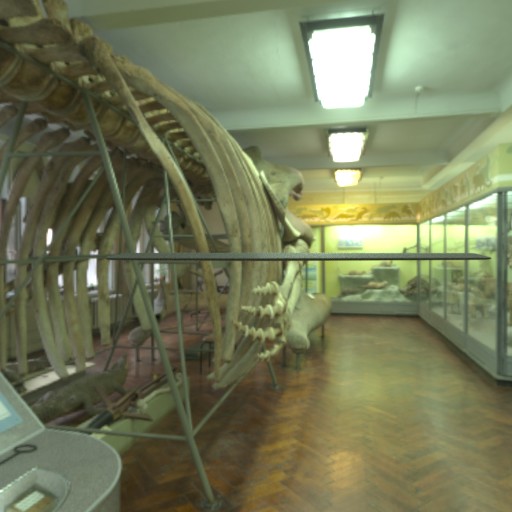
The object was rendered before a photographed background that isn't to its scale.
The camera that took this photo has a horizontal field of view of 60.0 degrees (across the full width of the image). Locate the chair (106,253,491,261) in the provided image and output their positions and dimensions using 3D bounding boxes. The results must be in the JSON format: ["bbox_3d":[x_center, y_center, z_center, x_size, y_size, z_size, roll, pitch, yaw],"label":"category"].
[{"bbox_3d":[0.000,0.000,1.903,1.219,0.024,1.372,0,0,-18],"label":"chair"}]
